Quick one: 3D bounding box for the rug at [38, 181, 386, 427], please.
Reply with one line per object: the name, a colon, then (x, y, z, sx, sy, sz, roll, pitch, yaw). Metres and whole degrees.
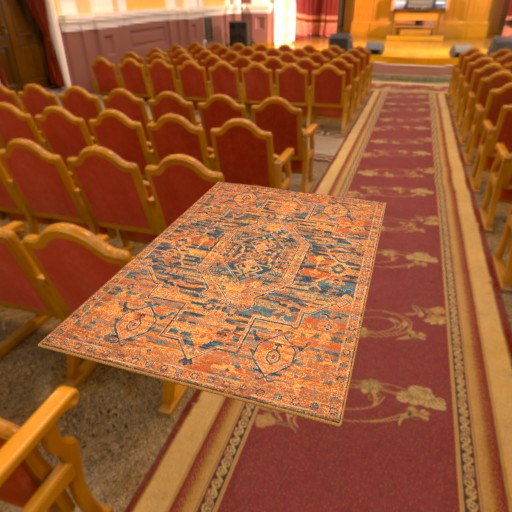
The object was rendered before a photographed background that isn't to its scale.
rug: (0.000, 0.000, 1.088, 0.557, 0.008, 0.863, 10, 32, 16)
